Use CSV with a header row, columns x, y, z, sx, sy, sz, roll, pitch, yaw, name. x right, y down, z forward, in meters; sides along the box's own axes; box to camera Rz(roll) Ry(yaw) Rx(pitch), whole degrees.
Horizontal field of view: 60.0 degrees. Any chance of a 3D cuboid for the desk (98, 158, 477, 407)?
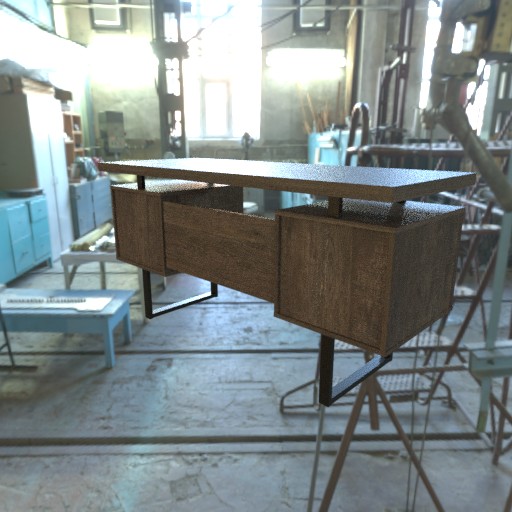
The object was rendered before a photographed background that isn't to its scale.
x,y,z,sx,sy,sz,roll,pitch,yaw,name
0.000,0.000,1.921,1.524,0.760,0.600,14,21,42,desk
